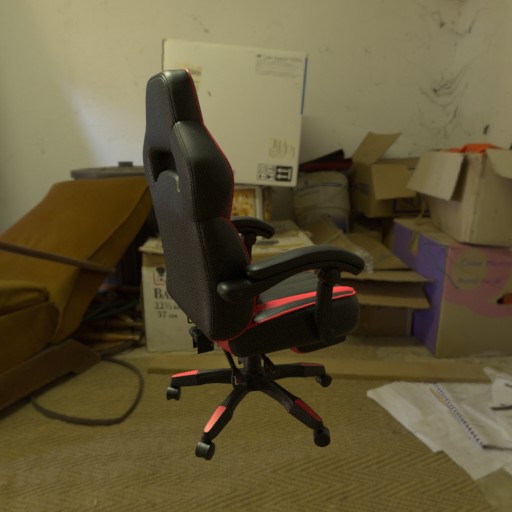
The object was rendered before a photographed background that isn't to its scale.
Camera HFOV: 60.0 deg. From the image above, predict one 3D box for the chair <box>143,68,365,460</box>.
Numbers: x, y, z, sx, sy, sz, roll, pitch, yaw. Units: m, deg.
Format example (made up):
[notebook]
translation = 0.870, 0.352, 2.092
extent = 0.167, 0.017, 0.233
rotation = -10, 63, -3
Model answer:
[chair]
translation = 0.000, 0.000, 1.618
extent = 0.700, 1.220, 0.700
rotation = -7, 16, -26
